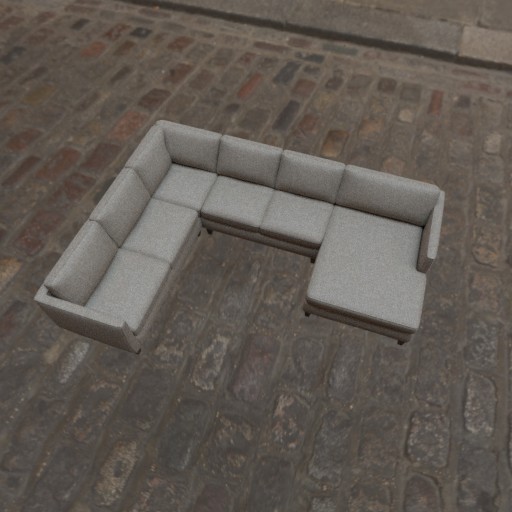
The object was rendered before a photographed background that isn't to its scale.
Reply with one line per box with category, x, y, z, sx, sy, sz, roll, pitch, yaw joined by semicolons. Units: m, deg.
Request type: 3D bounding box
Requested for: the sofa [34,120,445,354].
sofa;0.000;0.000;4.518;3.403;0.889;2.551;16;58;10
